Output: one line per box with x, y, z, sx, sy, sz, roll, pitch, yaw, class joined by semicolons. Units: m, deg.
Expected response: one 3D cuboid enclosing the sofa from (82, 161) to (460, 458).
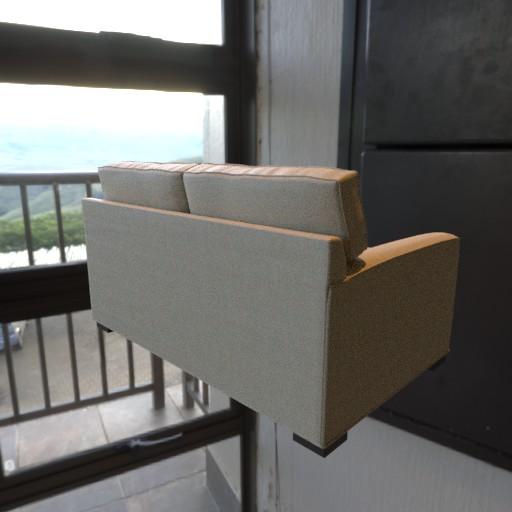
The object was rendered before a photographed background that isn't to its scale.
0.000;0.000;2.036;1.484;0.853;0.942;13;18;43;sofa
